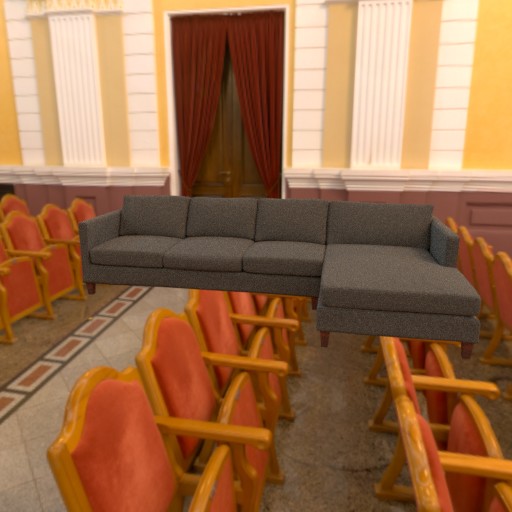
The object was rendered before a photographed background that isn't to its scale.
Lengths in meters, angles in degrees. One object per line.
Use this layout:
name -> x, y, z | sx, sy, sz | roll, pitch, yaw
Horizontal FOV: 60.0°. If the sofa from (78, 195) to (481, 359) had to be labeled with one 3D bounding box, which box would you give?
sofa -> 0.000, 0.000, 3.786 | 3.186, 0.846, 1.625 | 3, 15, 10
